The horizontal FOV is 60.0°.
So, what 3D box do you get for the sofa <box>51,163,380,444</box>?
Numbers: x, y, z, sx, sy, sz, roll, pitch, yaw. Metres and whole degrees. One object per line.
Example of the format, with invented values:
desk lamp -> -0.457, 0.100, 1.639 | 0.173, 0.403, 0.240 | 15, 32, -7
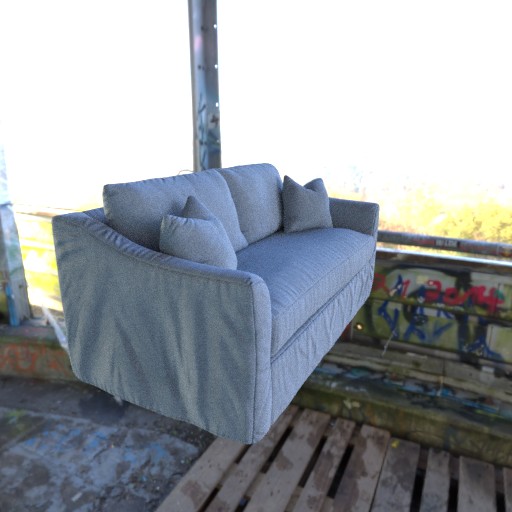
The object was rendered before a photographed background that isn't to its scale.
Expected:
sofa -> 0.000, 0.000, 2.686 | 1.072, 1.018, 2.010 | 8, 18, 26
